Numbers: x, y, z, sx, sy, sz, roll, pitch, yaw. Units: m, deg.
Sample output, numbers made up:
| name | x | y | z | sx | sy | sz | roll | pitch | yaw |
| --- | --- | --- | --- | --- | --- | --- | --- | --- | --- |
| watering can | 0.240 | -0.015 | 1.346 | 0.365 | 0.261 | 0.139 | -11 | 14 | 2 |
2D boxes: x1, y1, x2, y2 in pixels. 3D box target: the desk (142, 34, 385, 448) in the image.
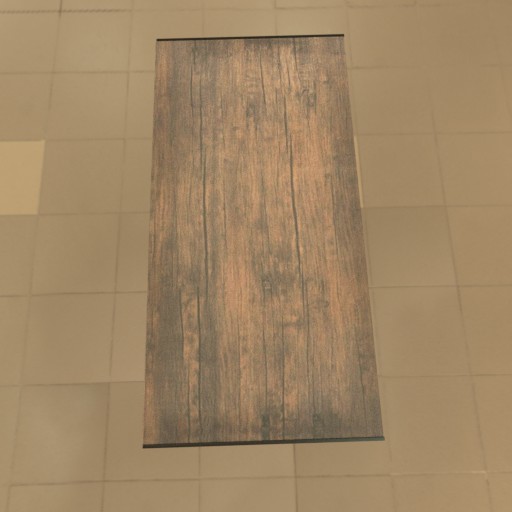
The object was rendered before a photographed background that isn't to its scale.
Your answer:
| name | x | y | z | sx | sy | sz | roll | pitch | yaw |
| --- | --- | --- | --- | --- | --- | --- | --- | --- | --- |
| desk | 0.000 | 0.000 | 1.413 | 0.505 | 0.747 | 1.015 | -2 | 75 | 0 |
